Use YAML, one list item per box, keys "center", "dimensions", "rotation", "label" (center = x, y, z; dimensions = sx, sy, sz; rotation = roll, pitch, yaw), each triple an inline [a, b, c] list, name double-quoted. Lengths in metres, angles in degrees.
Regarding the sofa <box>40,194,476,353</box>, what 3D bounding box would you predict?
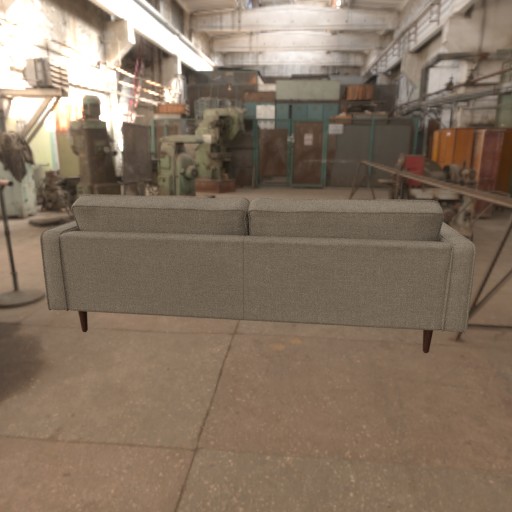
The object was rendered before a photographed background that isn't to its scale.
- center: [0.000, 0.000, 2.650]
  dimensions: [2.211, 0.762, 0.914]
  rotation: [2, 15, 8]
  label: "sofa"
